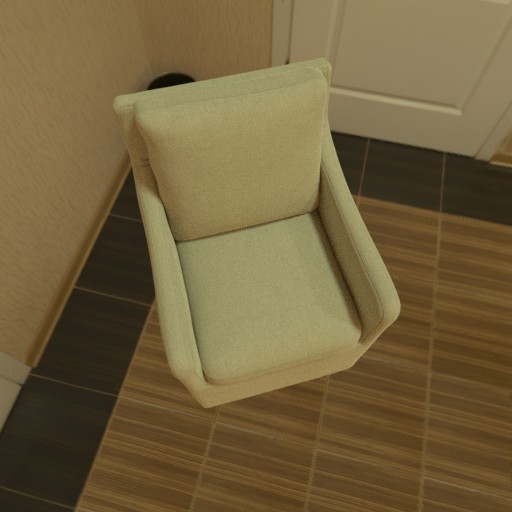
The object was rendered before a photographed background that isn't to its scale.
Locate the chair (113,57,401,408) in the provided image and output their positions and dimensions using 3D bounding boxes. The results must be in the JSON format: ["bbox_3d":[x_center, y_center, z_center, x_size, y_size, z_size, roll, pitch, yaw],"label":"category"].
[{"bbox_3d":[0.000,0.000,1.374,0.626,0.914,0.694,-13,64,-7],"label":"chair"}]
